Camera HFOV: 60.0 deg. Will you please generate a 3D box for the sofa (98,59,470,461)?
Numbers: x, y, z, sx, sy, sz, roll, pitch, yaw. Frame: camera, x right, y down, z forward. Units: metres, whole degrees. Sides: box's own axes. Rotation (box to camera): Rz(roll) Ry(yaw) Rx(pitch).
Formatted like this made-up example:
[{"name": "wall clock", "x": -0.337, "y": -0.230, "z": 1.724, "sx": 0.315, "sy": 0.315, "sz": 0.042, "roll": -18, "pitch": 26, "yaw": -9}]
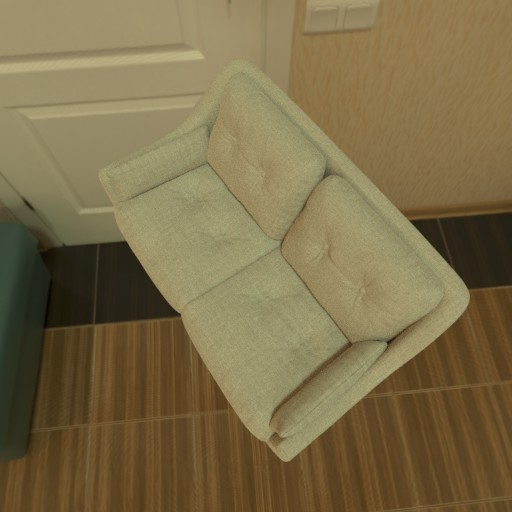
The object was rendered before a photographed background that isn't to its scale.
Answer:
[{"name": "sofa", "x": 0.000, "y": 0.000, "z": 2.179, "sx": 0.965, "sy": 0.888, "sz": 1.652, "roll": -32, "pitch": 69, "yaw": -14}]
